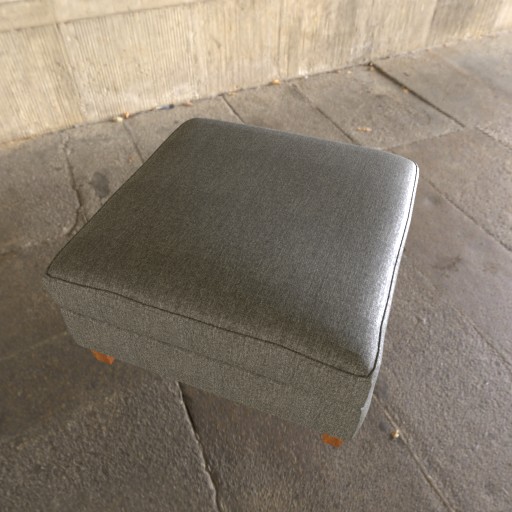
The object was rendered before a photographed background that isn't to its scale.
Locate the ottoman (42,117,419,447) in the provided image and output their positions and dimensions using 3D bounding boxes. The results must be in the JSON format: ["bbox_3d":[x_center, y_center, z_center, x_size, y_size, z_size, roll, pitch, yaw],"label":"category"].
[{"bbox_3d":[0.000,0.000,1.363,0.838,0.481,0.838,15,48,14],"label":"ottoman"}]
